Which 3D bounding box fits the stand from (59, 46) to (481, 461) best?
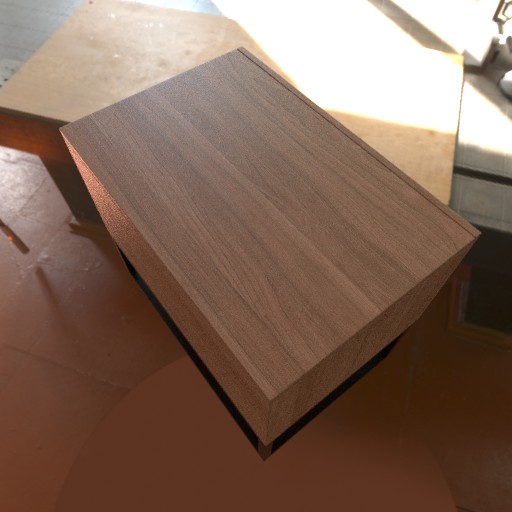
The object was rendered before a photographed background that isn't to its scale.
[{"bbox_3d":[0.000,0.000,0.937,0.420,0.500,0.600,-33,63,-19],"label":"stand"}]
